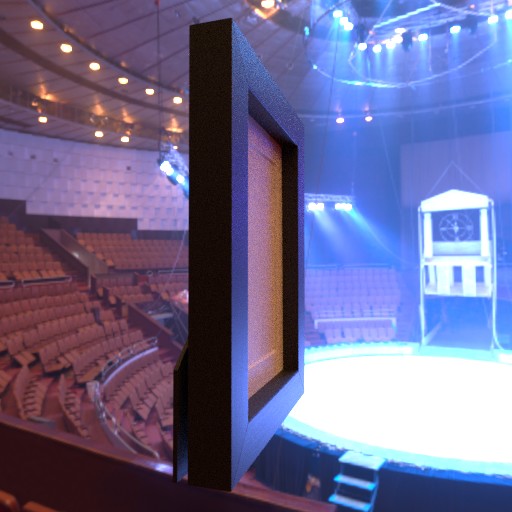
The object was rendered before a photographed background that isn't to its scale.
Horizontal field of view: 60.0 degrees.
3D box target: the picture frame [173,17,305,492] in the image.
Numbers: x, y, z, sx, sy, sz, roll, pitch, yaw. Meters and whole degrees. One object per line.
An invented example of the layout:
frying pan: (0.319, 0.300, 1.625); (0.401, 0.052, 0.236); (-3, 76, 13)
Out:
picture frame: (0.000, 0.000, 0.273); (0.028, 0.208, 0.157); (0, -1, 18)
